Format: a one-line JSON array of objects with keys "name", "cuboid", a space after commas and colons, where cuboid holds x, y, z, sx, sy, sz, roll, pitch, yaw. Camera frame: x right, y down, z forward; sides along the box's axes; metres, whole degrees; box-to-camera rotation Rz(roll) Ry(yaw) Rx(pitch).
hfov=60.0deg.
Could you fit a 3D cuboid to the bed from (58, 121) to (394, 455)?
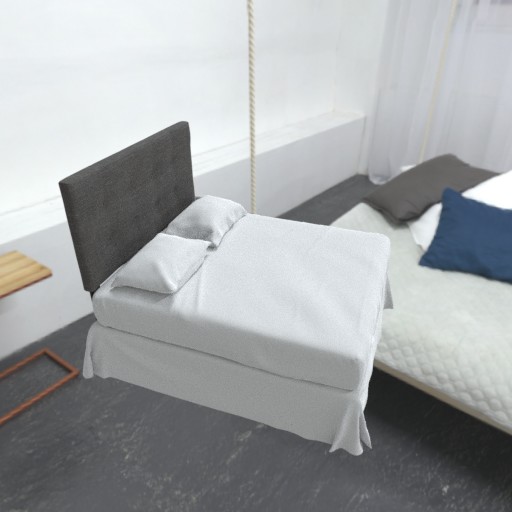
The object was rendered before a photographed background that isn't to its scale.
[{"name": "bed", "cuboid": [0.000, 0.000, 3.511, 2.222, 1.577, 1.936, 11, 32, 17]}]
